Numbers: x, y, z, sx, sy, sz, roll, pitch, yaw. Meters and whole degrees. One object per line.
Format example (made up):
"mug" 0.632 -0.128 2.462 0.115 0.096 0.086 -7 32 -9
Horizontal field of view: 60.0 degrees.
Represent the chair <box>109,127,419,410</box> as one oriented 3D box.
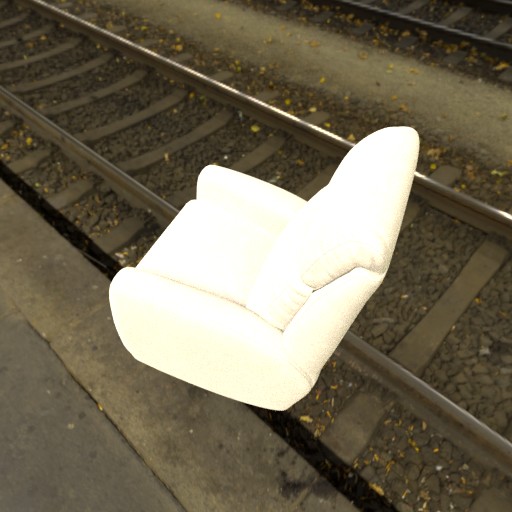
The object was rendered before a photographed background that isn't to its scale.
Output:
"chair" 0.000 0.000 1.694 0.941 1.015 0.812 16 49 15
